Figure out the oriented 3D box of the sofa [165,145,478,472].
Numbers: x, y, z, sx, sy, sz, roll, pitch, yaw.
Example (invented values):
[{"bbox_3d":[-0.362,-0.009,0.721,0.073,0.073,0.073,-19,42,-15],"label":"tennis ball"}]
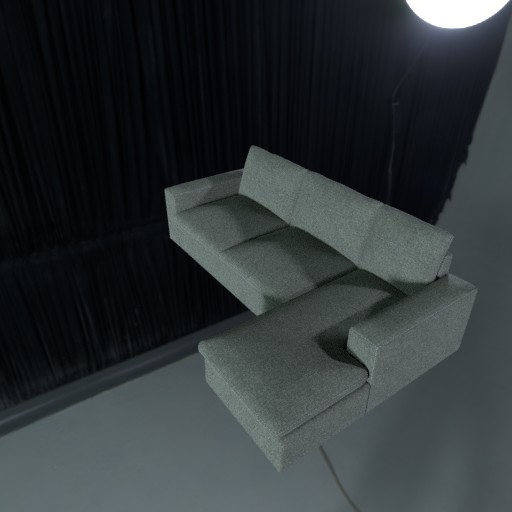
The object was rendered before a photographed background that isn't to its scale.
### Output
[{"bbox_3d":[0.000,0.000,3.521,1.689,0.940,2.718,-21,37,-29],"label":"sofa"}]
